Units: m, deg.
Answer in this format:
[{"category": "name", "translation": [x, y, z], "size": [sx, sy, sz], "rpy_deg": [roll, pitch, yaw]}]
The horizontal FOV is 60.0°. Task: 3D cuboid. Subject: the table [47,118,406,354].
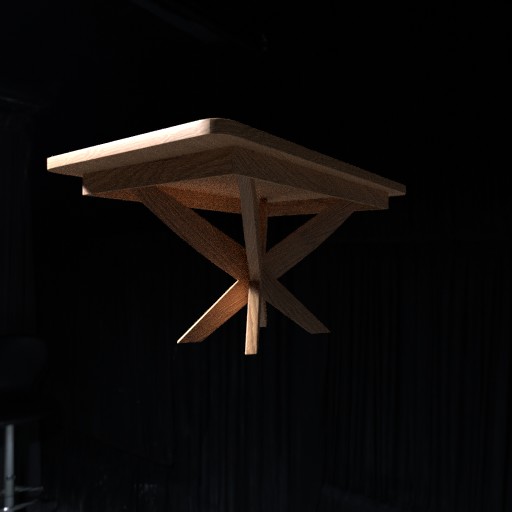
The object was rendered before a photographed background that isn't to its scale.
[{"category": "table", "translation": [0.000, 0.000, 2.127], "size": [0.950, 0.770, 1.600], "rpy_deg": [0, 0, 37]}]
